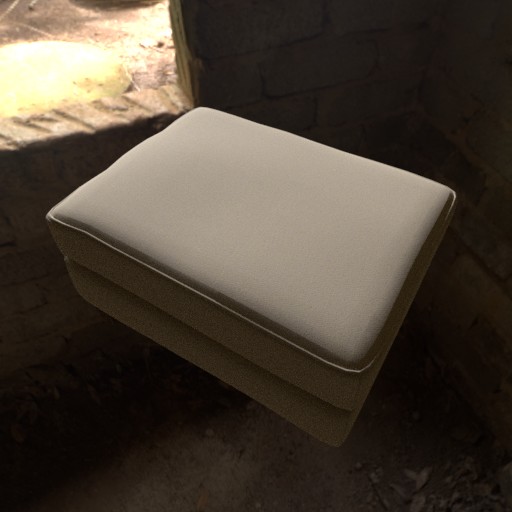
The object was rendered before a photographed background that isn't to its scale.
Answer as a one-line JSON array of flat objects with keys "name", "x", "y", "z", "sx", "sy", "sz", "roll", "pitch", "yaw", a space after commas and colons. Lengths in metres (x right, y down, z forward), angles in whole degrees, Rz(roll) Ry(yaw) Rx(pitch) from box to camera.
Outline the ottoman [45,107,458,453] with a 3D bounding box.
[{"name": "ottoman", "x": 0.000, "y": 0.000, "z": 1.191, "sx": 0.818, "sy": 0.485, "sz": 0.634, "roll": 25, "pitch": 52, "yaw": 21}]
